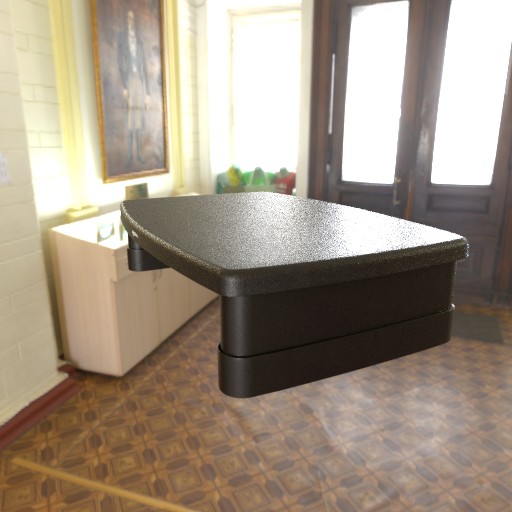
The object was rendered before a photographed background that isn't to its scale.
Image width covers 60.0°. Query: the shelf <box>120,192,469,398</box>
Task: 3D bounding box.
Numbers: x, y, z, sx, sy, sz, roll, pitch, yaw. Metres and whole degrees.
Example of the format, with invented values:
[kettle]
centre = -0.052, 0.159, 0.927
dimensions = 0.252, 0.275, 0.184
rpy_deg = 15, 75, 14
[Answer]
[shelf]
centre = 0.000, 0.000, 0.527
dimensions = 0.280, 0.100, 0.410
rpy_deg = -7, 17, -25
